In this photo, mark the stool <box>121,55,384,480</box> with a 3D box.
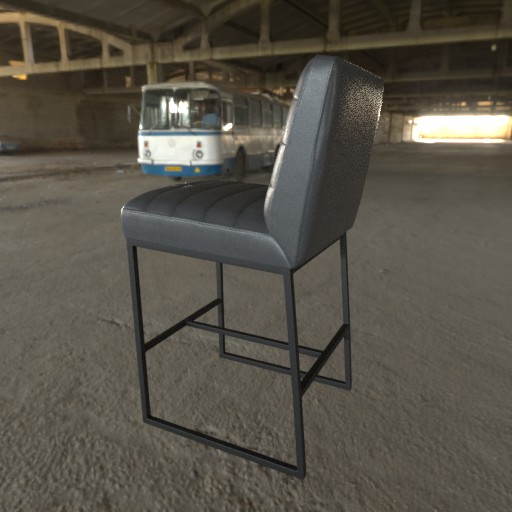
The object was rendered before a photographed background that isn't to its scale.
[{"bbox_3d":[0.000,0.000,1.214,0.552,0.938,0.457,8,18,25],"label":"stool"}]
